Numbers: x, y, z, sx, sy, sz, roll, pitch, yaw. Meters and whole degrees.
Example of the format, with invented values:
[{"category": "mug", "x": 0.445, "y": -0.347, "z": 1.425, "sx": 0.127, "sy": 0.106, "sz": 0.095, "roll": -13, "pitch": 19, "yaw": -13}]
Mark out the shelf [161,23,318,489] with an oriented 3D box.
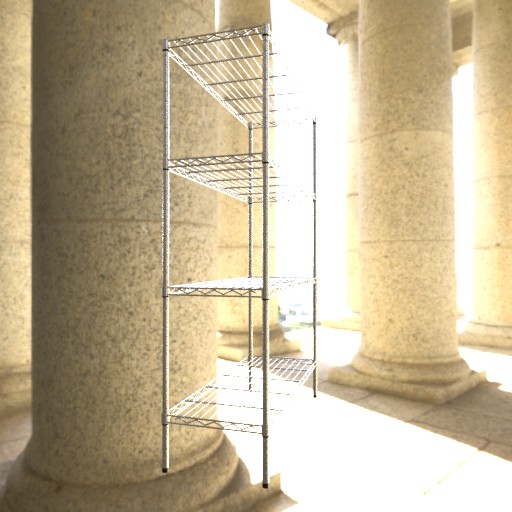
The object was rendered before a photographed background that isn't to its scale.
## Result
[{"category": "shelf", "x": 0.000, "y": 0.000, "z": 1.772, "sx": 0.352, "sy": 1.360, "sz": 0.907, "roll": 0, "pitch": -1, "yaw": 17}]
